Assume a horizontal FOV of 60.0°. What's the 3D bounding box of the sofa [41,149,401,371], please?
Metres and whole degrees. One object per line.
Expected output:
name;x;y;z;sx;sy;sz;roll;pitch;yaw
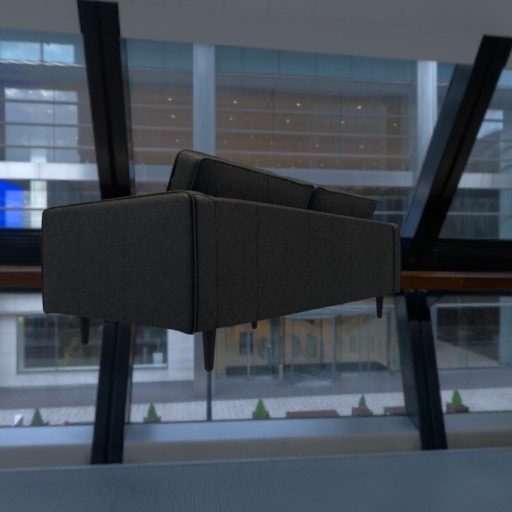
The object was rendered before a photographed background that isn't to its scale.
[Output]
sofa;0.000;0.000;2.332;0.921;0.770;1.879;0;0;37
